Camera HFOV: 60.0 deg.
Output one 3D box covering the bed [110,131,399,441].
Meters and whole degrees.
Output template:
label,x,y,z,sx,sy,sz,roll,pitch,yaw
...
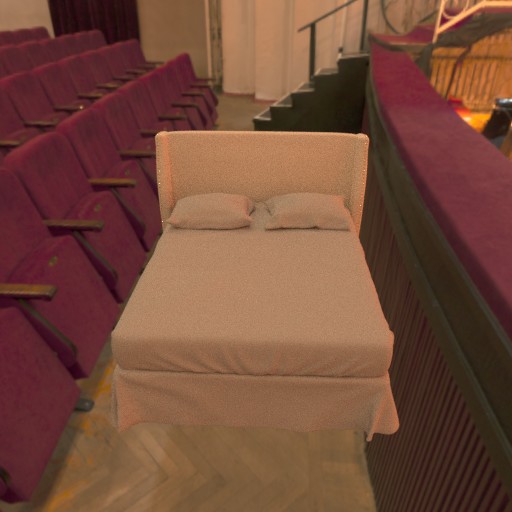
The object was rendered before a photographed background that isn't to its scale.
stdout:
label,x,y,z,sx,sy,sz,roll,pitch,yaw
bed,0.000,0.000,3.396,1.925,1.332,2.276,1,30,2
